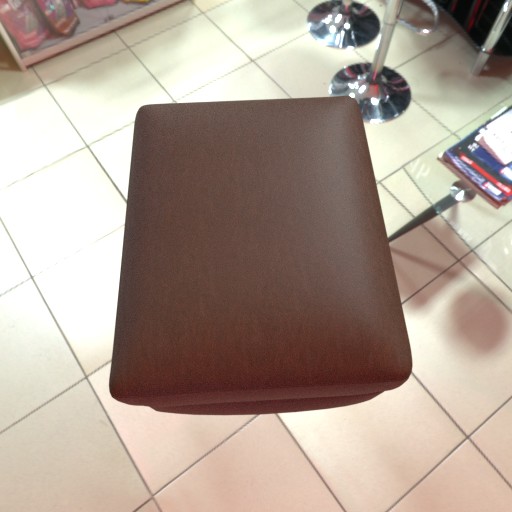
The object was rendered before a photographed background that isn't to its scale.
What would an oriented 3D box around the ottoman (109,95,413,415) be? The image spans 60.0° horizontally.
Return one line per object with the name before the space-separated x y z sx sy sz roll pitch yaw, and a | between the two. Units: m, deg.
ottoman | 0.000 0.000 1.192 0.635 0.508 0.787 -3 64 -1
